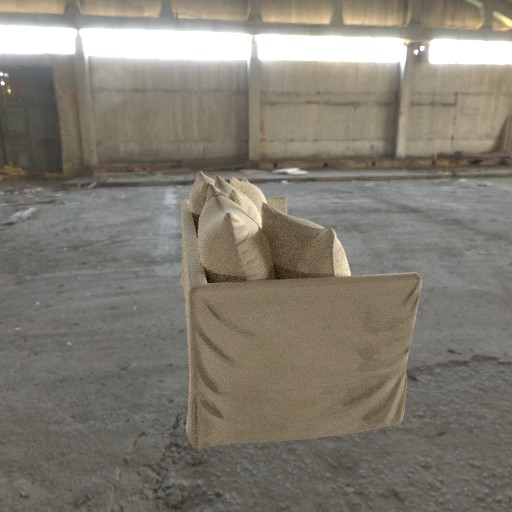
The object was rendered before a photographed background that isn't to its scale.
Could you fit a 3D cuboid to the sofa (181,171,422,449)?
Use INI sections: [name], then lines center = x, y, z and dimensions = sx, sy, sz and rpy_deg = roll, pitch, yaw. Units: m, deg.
[sofa]
center = 0.000, 0.000, 3.004
dimensions = 1.030, 1.042, 2.484
rpy_deg = -3, 16, -10
